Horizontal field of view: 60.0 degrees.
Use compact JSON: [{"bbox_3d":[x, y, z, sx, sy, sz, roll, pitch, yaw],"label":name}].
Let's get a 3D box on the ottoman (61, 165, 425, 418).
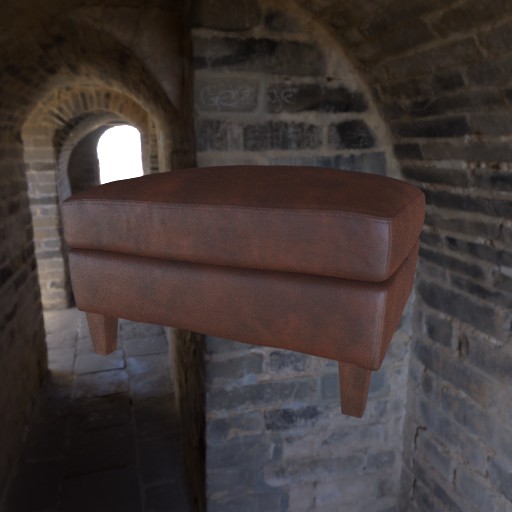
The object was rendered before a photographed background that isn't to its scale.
[{"bbox_3d":[0.000,0.000,1.301,0.887,0.527,0.659,6,14,24],"label":"ottoman"}]
